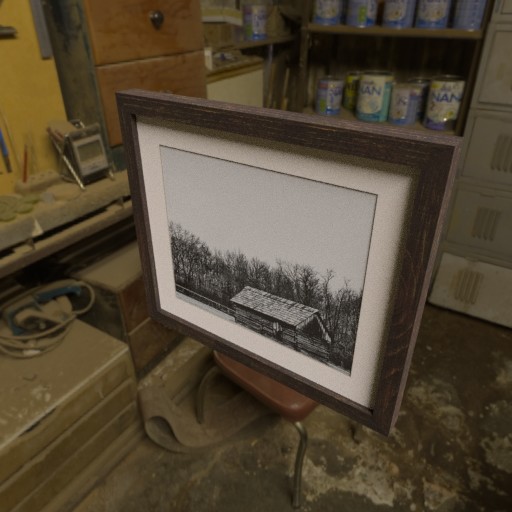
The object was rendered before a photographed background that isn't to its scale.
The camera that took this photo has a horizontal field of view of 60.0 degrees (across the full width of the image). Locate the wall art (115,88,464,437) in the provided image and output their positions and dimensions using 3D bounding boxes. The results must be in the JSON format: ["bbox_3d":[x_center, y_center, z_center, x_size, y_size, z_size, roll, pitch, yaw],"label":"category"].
[{"bbox_3d":[0.000,0.000,0.518,0.381,0.330,0.031,19,35,29],"label":"wall art"}]
